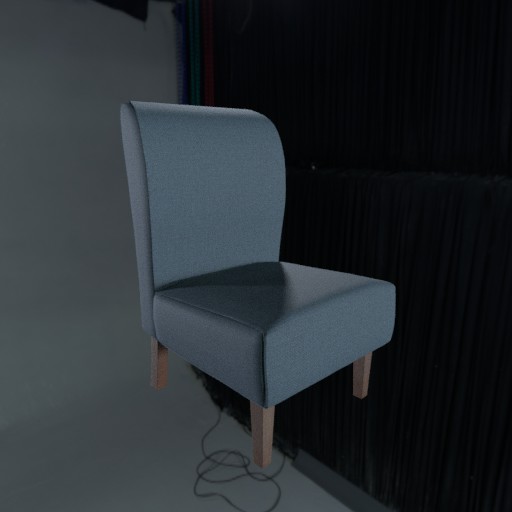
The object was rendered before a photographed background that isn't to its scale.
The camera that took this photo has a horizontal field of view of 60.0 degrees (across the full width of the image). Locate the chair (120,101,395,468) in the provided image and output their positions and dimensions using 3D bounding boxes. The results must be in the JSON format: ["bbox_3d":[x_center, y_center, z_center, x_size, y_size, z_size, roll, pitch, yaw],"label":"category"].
[{"bbox_3d":[0.000,0.000,1.193,0.513,0.804,0.592,-13,19,-43],"label":"chair"}]
